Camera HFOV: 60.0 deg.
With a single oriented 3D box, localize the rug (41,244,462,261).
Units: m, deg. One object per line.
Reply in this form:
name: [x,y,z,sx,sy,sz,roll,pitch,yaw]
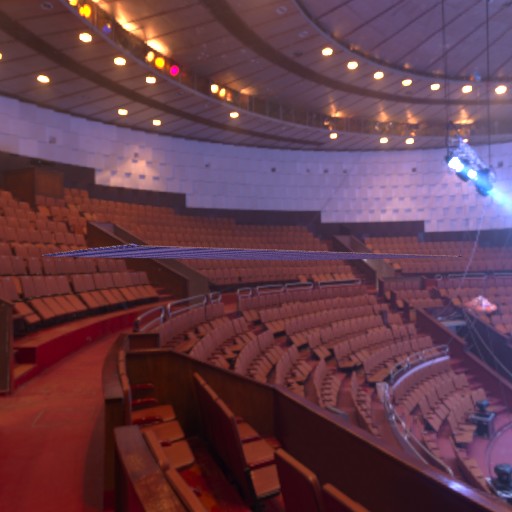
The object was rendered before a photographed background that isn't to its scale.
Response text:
rug: [0.000,0.000,2.892,2.315,0.010,1.544,1,-2,-36]
